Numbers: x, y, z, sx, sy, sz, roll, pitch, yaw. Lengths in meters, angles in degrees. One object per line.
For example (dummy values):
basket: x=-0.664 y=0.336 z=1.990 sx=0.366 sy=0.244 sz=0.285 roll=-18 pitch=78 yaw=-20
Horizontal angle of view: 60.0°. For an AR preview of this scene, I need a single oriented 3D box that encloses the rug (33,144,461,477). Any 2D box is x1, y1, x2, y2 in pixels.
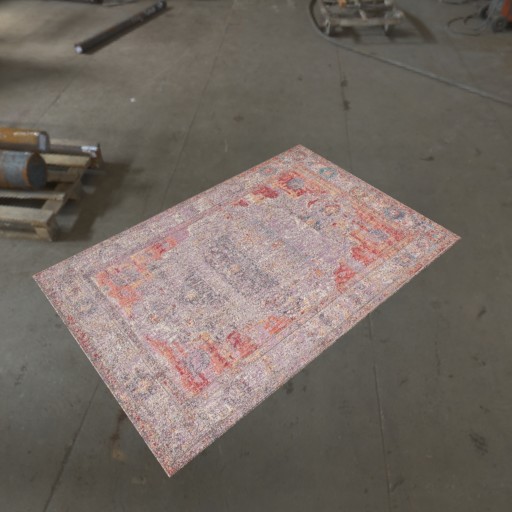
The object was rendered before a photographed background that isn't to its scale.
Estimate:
rug: x=0.000 y=0.000 z=2.255 sx=1.829 sy=0.005 sz=1.219 roll=-32 pitch=53 yaw=-27
